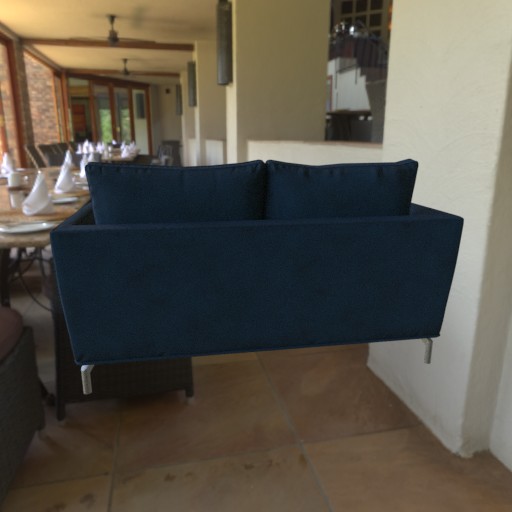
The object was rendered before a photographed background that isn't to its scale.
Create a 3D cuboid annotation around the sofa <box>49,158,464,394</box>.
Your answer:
[{"bbox_3d":[0.000,0.000,2.304,1.770,1.002,0.853,-2,15,-9],"label":"sofa"}]
